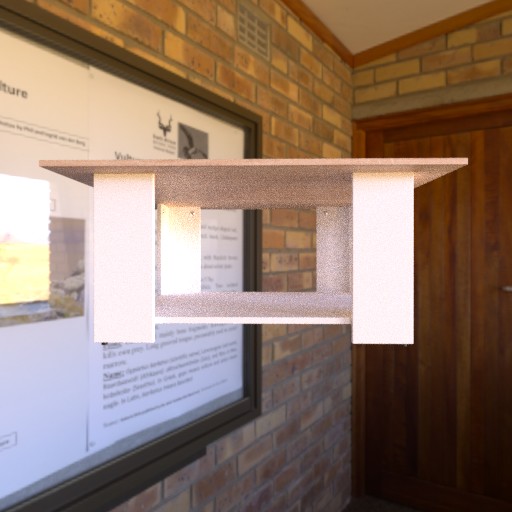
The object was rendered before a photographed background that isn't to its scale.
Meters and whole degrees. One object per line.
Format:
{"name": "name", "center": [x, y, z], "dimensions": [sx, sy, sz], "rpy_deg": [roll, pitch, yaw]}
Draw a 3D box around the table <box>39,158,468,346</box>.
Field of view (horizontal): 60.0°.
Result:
{"name": "table", "center": [0.000, 0.000, 1.027], "dimensions": [0.670, 0.305, 0.670], "rpy_deg": [0, 0, 1]}
